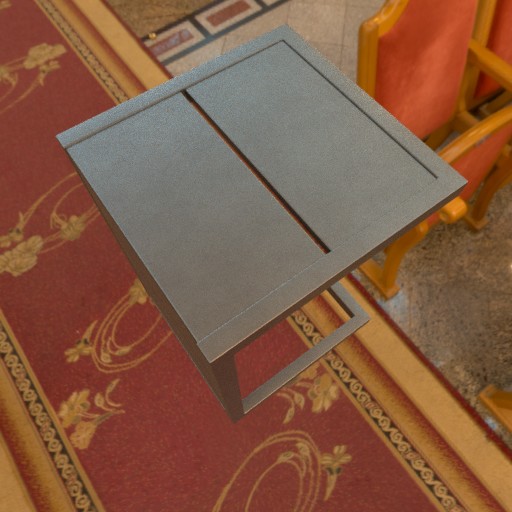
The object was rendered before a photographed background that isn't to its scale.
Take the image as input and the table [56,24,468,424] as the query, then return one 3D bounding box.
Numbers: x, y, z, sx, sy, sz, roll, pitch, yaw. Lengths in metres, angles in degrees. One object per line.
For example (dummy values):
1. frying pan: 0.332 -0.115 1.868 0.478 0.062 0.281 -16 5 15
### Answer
1. table: 0.000 0.000 0.890 0.420 0.609 0.405 -33 68 -15
